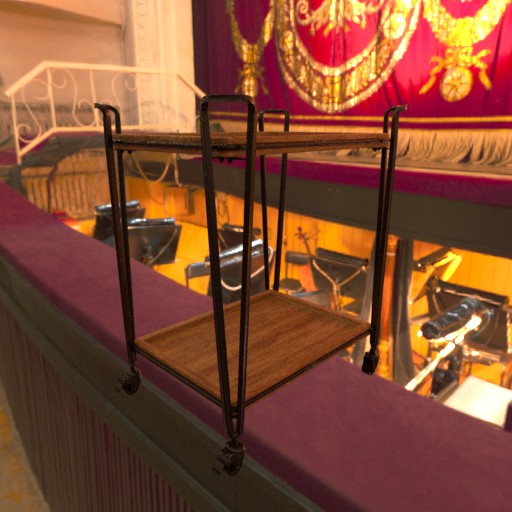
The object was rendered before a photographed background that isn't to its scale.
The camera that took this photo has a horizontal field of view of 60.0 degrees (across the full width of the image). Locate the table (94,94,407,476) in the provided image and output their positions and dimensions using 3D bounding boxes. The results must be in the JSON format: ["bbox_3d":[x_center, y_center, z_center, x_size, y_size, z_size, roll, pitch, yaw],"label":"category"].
[{"bbox_3d":[0.000,0.000,1.212,0.505,0.785,0.672,16,23,43],"label":"table"}]
